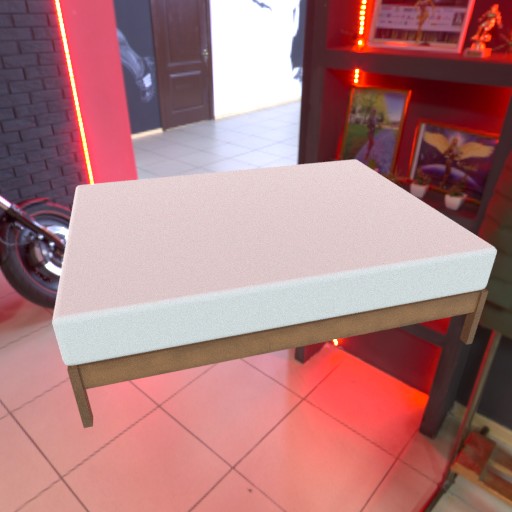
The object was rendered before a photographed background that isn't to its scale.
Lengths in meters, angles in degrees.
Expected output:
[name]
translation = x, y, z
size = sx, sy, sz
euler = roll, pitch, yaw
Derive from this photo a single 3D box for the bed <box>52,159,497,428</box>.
[bed]
translation = 0.000, 0.000, 2.690
size = 2.050, 0.593, 1.529
euler = -8, 31, -14
